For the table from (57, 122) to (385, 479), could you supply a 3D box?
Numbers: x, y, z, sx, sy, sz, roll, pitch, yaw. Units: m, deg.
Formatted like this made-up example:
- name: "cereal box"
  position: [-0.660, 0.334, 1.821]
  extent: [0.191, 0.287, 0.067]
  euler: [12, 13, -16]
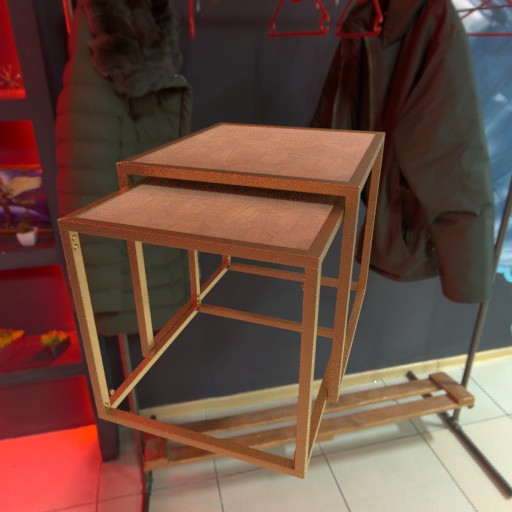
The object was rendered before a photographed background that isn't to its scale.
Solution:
- name: "table"
  position: [0.000, 0.000, 1.103]
  extent: [0.505, 0.505, 0.762]
  euler: [9, 27, 17]
